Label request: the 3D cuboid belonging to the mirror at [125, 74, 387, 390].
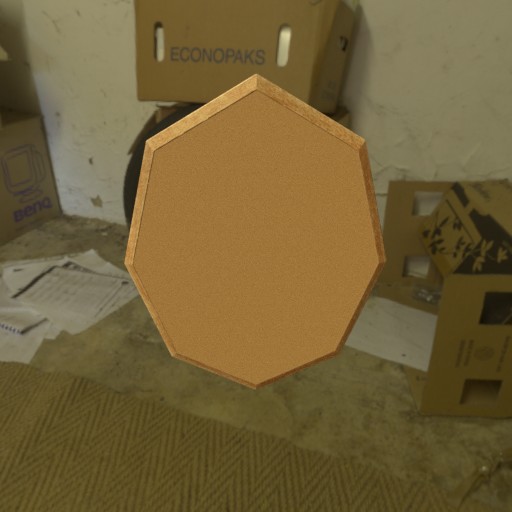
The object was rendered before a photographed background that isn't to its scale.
[{"bbox_3d":[0.000,0.000,1.002,0.577,0.774,0.070,-1,29,-1],"label":"mirror"}]
